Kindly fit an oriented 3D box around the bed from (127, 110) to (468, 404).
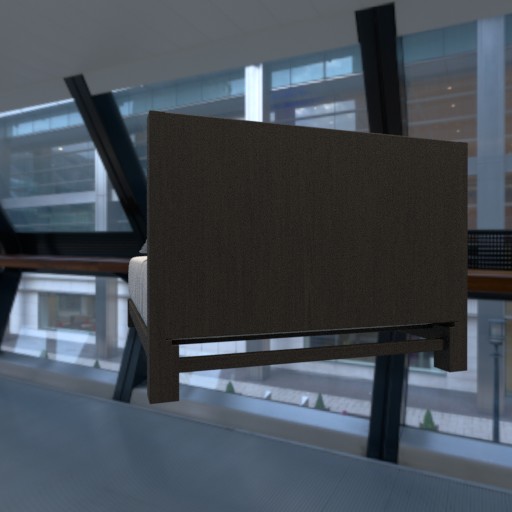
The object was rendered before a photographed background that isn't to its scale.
[{"bbox_3d":[0.000,0.000,3.249,1.727,1.270,2.242,0,0,-19],"label":"bed"}]
